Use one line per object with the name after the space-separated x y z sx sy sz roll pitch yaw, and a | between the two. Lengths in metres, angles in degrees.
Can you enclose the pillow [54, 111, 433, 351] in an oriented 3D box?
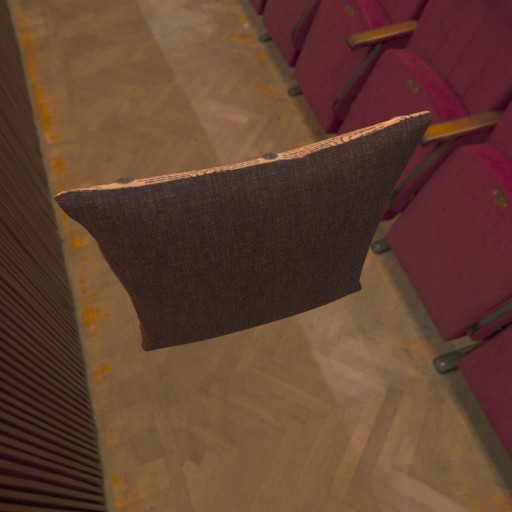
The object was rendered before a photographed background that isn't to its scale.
0.000 0.000 0.780 0.510 0.510 0.145 -15 59 -9 | pillow
